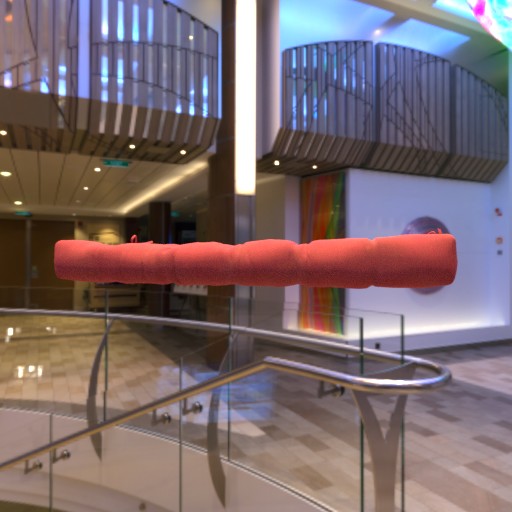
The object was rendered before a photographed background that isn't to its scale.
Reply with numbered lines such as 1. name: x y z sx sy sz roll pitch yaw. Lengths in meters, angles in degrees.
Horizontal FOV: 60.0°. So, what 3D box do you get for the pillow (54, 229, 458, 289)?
1. pillow: 0.000 0.000 1.393 1.194 0.174 0.511 0 0 18
